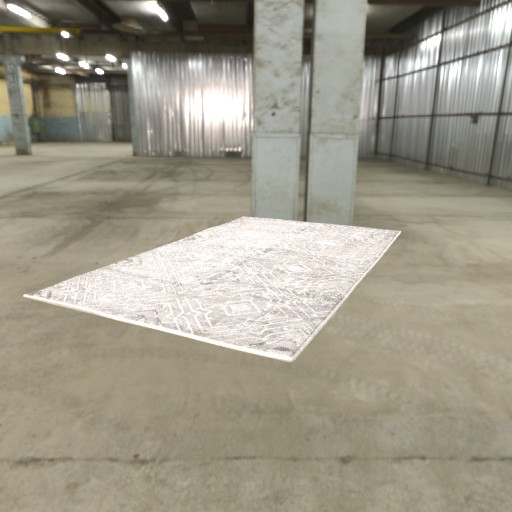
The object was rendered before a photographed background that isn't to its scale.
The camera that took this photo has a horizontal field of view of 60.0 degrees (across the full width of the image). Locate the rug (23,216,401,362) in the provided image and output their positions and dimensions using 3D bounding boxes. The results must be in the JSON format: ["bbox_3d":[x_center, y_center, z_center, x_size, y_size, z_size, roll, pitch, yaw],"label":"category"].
[{"bbox_3d":[0.000,0.000,3.047,1.537,0.036,2.447,8,18,26],"label":"rug"}]
